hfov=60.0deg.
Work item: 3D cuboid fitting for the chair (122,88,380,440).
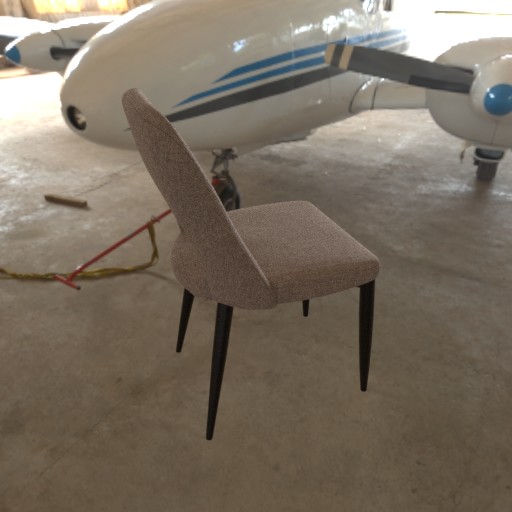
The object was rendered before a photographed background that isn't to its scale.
[{"bbox_3d":[0.000,0.000,1.285,0.612,0.931,0.470,-11,33,-18],"label":"chair"}]
